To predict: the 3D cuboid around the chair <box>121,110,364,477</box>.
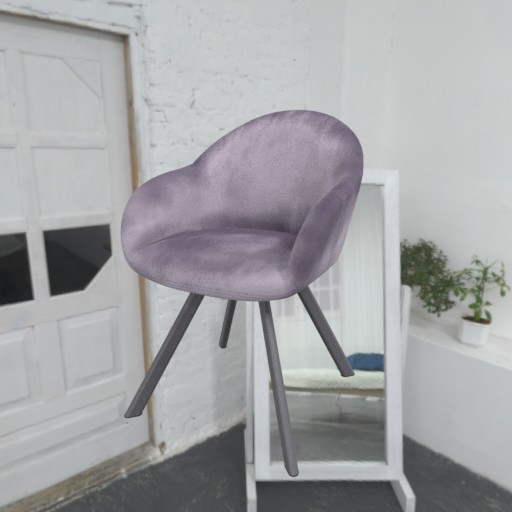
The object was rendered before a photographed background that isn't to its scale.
[{"bbox_3d":[0.000,0.000,1.216,0.550,0.795,0.590,7,16,26],"label":"chair"}]
